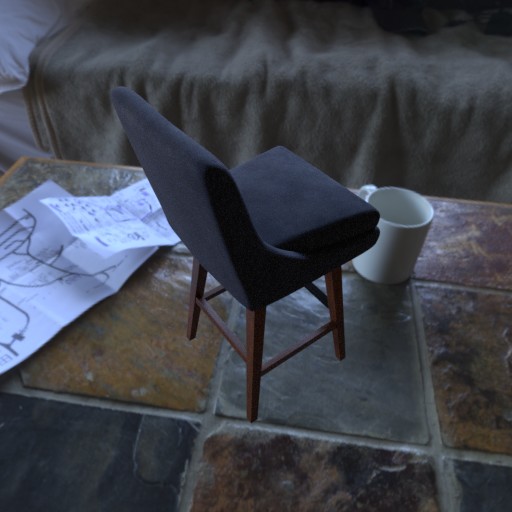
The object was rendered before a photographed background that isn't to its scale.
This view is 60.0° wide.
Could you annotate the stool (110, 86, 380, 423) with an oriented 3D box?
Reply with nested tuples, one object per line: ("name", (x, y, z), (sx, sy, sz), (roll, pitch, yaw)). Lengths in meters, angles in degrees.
("stool", (0.000, 0.000, 1.388), (0.572, 1.068, 0.489), (-27, 50, -25))
